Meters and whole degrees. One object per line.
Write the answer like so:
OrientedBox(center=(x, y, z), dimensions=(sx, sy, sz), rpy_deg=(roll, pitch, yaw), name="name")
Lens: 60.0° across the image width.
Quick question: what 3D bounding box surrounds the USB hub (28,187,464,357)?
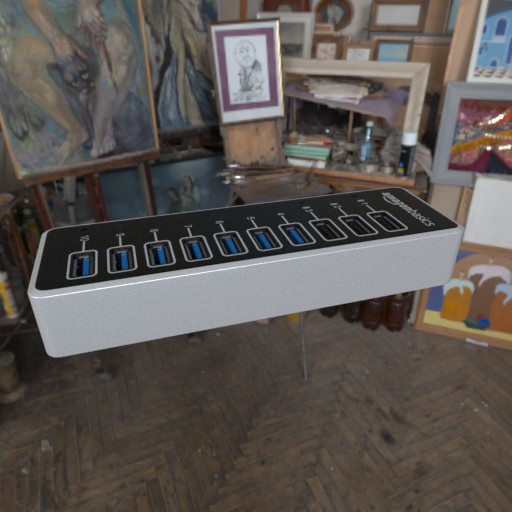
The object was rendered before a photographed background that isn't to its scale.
OrientedBox(center=(0.000, 0.000, 0.163), dimensions=(0.145, 0.023, 0.044), rpy_deg=(-9, 32, -14), name="USB hub")
